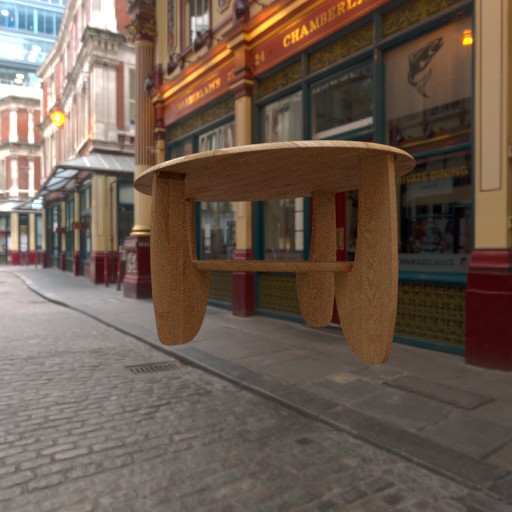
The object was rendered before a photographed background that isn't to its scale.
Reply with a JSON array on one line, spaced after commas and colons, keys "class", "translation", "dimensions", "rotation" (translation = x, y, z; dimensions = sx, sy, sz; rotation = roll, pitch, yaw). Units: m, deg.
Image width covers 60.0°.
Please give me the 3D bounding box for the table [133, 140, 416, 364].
[{"class": "table", "translation": [0.000, 0.000, 1.388], "dimensions": [0.690, 0.490, 1.040], "rotation": [0, 0, -36]}]
